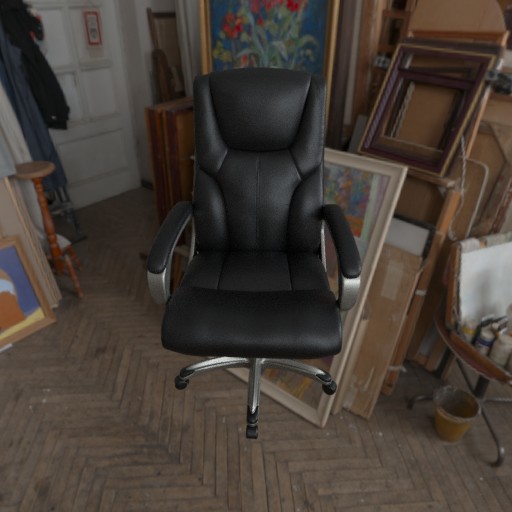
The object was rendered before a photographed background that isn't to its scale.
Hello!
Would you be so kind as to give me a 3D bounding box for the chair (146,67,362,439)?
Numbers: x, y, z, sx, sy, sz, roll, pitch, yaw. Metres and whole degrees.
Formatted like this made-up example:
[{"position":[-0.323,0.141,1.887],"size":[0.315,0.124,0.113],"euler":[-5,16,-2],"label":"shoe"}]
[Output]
[{"position":[0.000,0.000,1.580],"size":[0.663,1.155,0.739],"euler":[1,31,2],"label":"chair"}]
